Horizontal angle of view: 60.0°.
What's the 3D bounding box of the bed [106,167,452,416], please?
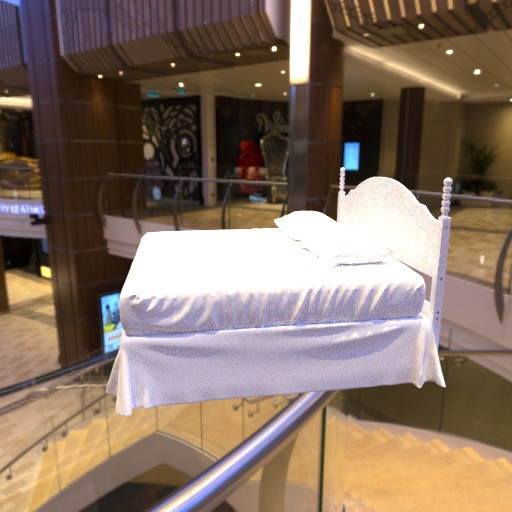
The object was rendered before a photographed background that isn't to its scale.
[{"bbox_3d":[0.000,0.000,3.656,2.219,1.355,2.322,-2,13,-10],"label":"bed"}]
